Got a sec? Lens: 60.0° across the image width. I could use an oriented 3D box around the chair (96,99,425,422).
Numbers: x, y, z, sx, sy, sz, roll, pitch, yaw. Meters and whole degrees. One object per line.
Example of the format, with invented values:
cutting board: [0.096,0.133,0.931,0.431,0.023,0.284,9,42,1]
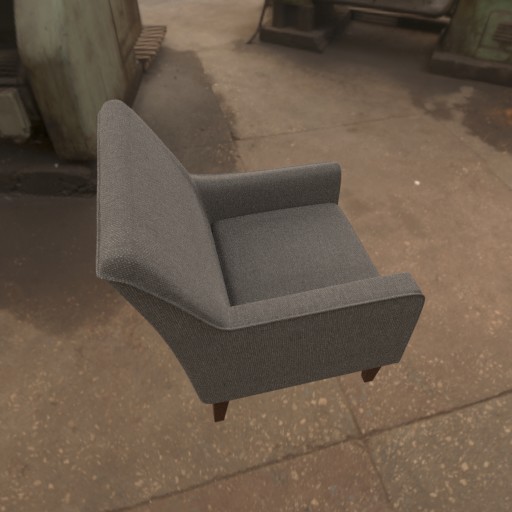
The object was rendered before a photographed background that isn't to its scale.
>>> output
chair: [0.000,0.000,1.596,0.899,0.919,0.780,-10,47,-9]
